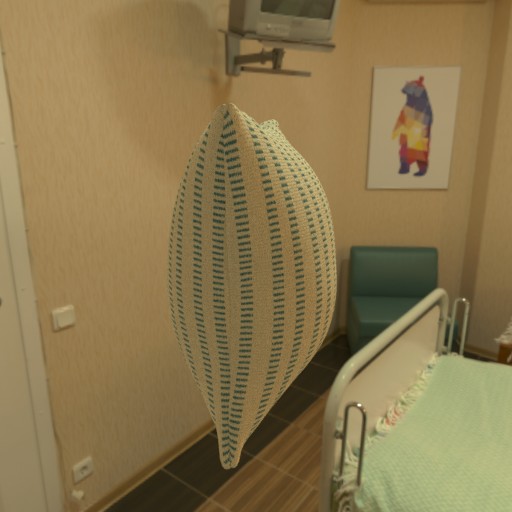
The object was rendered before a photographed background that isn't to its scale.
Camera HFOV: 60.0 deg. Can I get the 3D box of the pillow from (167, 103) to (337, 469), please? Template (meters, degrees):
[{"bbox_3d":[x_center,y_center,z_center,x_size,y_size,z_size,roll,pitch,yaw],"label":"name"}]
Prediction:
[{"bbox_3d":[0.000,0.000,0.682,0.247,0.419,0.438,2,15,8],"label":"pillow"}]
